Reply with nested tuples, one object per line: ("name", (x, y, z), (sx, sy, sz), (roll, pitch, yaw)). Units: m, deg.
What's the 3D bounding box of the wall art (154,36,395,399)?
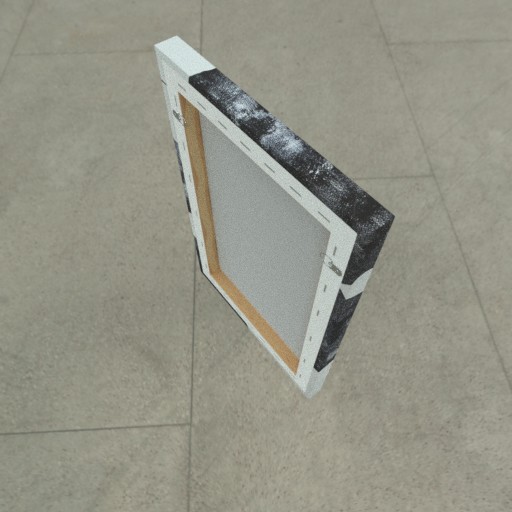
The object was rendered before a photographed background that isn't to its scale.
("wall art", (0.000, 0.000, 0.784), (0.039, 0.610, 0.407), (-34, 63, -20))
